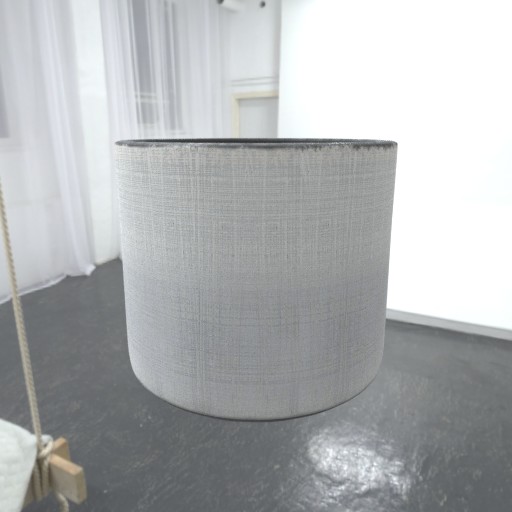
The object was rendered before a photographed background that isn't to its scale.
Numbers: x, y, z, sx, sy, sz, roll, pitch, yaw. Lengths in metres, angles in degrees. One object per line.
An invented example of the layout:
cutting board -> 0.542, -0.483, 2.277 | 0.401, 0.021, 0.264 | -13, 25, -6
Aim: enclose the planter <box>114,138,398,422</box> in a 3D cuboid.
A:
planter -> 0.000, 0.000, 0.436 | 0.254, 0.221, 0.254 | 0, 16, 0
